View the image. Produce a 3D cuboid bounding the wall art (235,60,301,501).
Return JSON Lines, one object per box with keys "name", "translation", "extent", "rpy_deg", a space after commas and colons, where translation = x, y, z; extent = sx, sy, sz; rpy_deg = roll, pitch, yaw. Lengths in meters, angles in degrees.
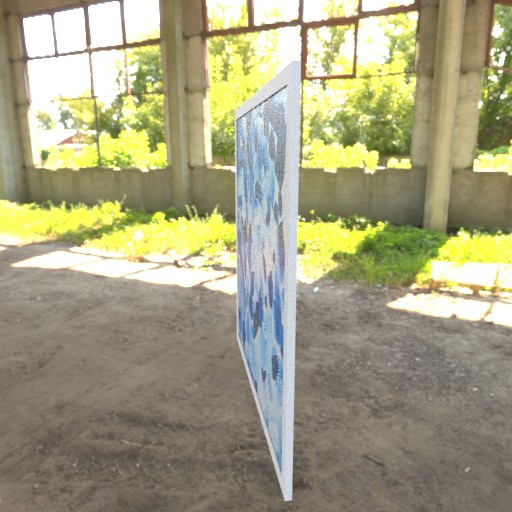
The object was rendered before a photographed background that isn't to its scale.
{"name": "wall art", "translation": [0.000, 0.000, 1.180], "extent": [0.015, 0.812, 0.812], "rpy_deg": [-2, 13, -9]}
